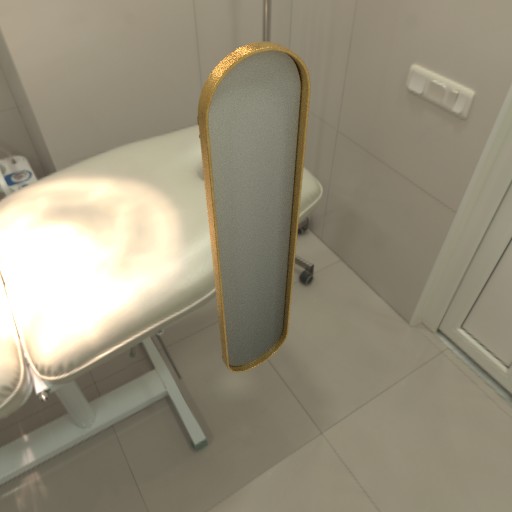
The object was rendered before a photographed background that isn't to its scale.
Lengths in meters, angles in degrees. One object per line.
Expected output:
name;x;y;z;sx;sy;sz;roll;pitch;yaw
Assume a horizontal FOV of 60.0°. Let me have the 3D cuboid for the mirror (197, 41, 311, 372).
mirror;0.000;0.000;1.079;0.222;0.991;0.032;-25;51;-22
